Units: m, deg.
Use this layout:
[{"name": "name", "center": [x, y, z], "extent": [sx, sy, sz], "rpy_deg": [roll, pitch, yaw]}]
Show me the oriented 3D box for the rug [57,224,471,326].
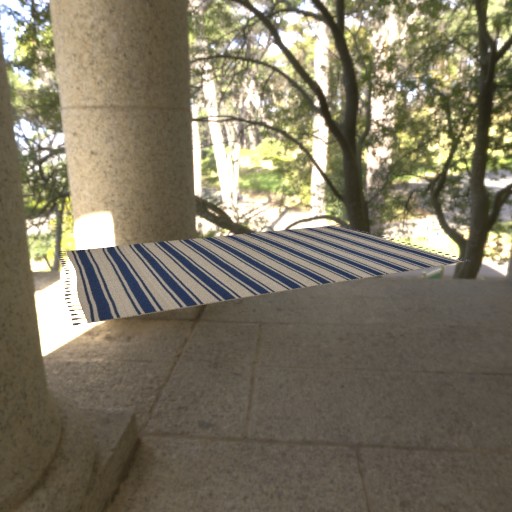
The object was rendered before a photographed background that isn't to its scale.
[{"name": "rug", "center": [0.000, 0.000, 2.593], "extent": [2.108, 0.009, 1.248], "rpy_deg": [-7, 16, -25]}]
